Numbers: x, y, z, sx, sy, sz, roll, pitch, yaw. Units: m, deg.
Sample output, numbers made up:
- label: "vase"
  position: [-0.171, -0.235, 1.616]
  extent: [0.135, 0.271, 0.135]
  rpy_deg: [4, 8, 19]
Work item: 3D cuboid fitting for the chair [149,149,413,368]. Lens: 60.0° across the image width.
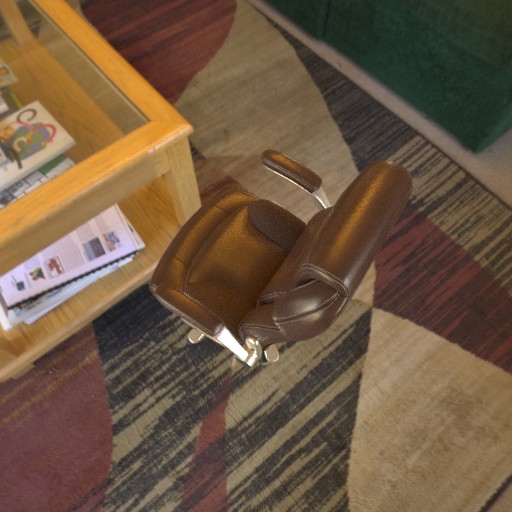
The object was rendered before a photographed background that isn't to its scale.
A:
- label: "chair"
  position: [0.000, 0.000, 1.666]
  extent: [0.774, 1.160, 0.733]
  rpy_deg: [30, 67, 14]
